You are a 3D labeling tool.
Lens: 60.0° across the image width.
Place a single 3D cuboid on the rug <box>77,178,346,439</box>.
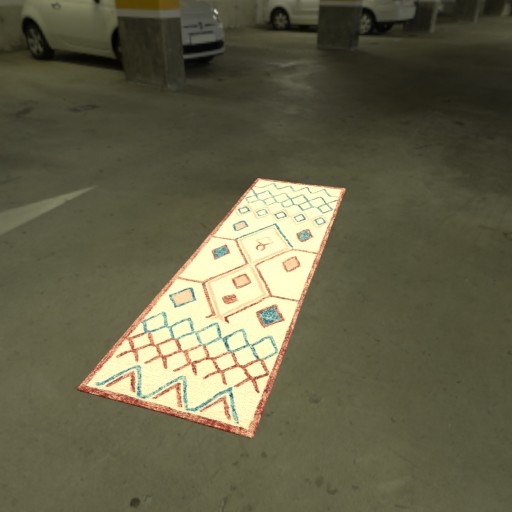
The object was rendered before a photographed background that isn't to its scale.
[{"bbox_3d":[0.000,0.000,2.686,0.750,0.011,2.435,9,32,15],"label":"rug"}]
